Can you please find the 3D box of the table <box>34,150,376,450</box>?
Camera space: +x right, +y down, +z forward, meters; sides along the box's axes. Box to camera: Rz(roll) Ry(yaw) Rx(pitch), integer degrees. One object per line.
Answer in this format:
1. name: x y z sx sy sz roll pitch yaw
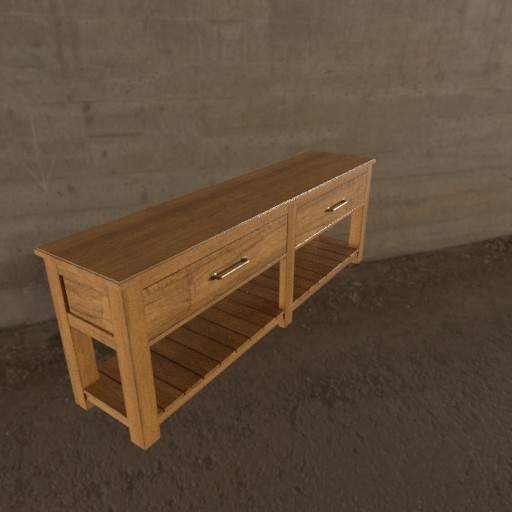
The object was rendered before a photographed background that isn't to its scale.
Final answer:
1. table: 0.000 0.000 2.083 0.425 0.635 1.815 17 30 31
